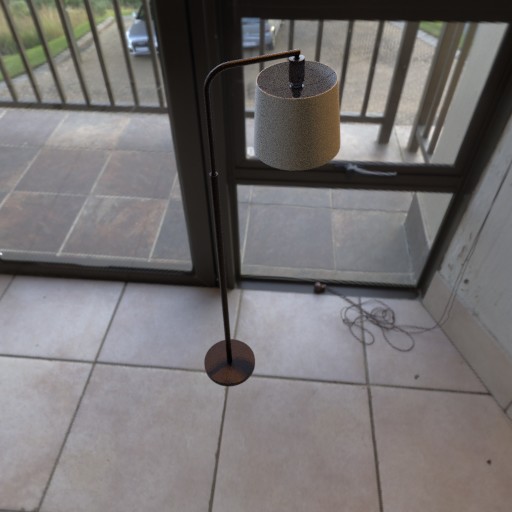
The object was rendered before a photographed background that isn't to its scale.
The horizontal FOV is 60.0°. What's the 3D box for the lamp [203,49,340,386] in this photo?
[{"bbox_3d":[0.000,0.000,1.642,0.508,1.478,0.254,-10,48,-9],"label":"lamp"}]
